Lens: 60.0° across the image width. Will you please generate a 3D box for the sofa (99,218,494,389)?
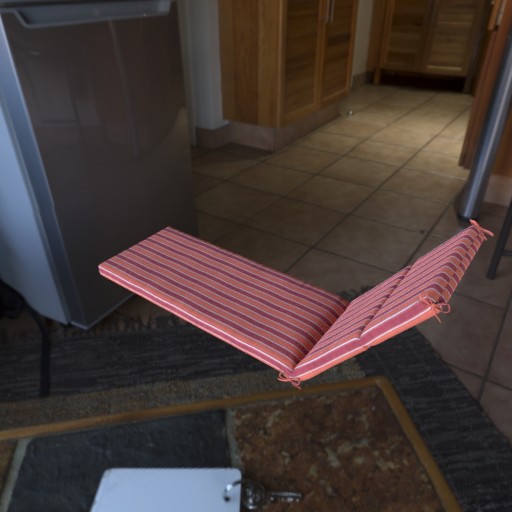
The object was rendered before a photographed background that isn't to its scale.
[{"bbox_3d":[0.000,0.000,1.919,1.663,0.622,0.582,22,39,30],"label":"sofa"}]
